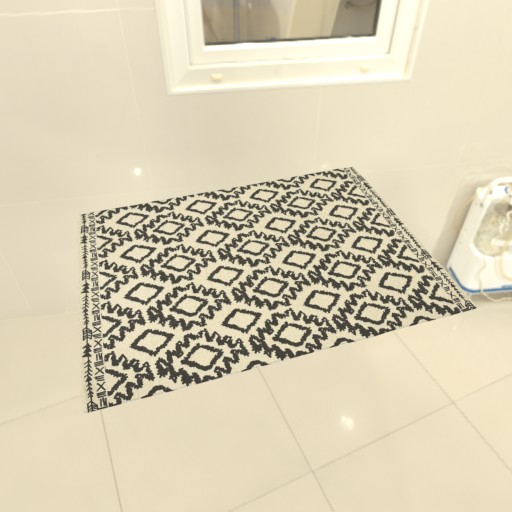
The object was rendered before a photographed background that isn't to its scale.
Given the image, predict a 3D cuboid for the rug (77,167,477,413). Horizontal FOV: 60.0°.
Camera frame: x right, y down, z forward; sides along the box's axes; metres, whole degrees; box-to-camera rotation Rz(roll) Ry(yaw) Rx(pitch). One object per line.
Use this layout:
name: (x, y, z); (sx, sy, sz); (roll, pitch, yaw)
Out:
rug: (0.000, 0.000, 4.379); (3.369, 0.036, 2.444); (-12, 44, -13)
